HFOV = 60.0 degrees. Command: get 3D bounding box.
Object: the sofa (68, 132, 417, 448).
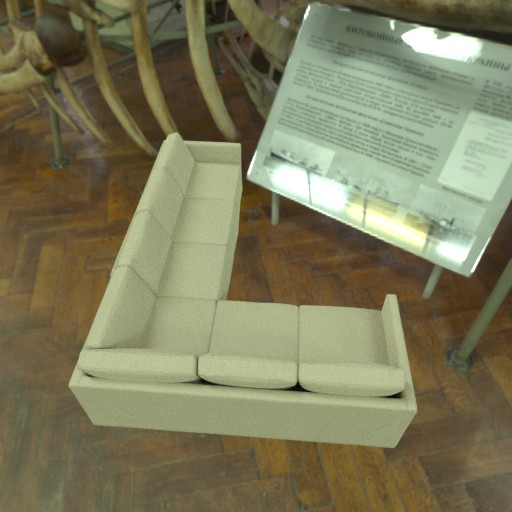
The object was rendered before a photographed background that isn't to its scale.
[{"bbox_3d":[0.000,0.000,4.293,2.432,0.871,3.182,3,47,3],"label":"sofa"}]
